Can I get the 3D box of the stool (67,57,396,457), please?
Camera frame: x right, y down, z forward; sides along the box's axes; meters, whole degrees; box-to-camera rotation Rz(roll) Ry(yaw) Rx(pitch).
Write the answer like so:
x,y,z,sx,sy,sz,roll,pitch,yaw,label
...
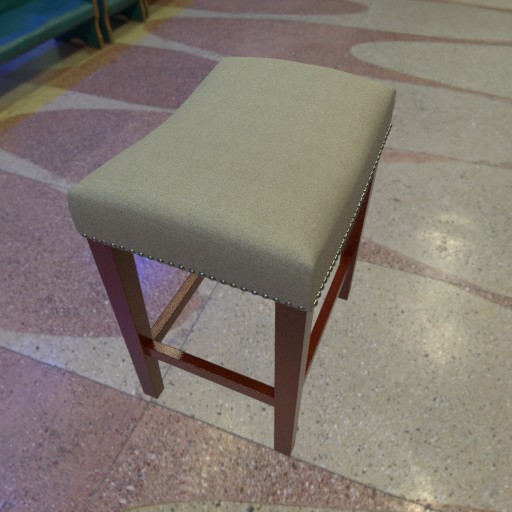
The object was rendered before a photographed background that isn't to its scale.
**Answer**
x,y,z,sx,sy,sz,roll,pitch,yaw,label
0.000,0.000,0.924,0.375,0.632,0.509,17,49,16,stool
